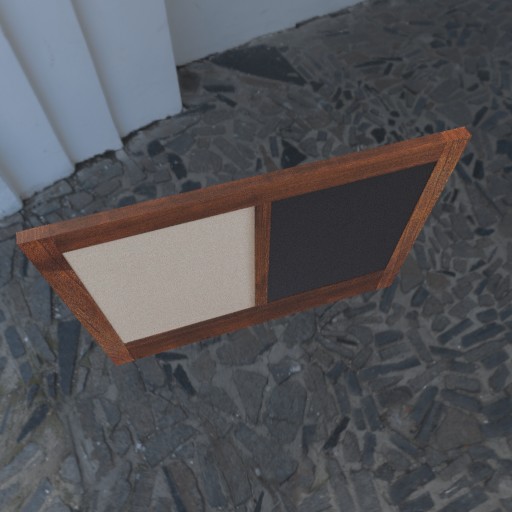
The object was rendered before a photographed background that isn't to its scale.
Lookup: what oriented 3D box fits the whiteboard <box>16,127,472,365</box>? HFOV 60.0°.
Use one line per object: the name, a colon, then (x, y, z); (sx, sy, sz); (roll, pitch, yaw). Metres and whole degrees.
whiteboard: (0.000, 0.000, 0.972); (0.768, 0.553, 0.083); (-15, 59, -9)
